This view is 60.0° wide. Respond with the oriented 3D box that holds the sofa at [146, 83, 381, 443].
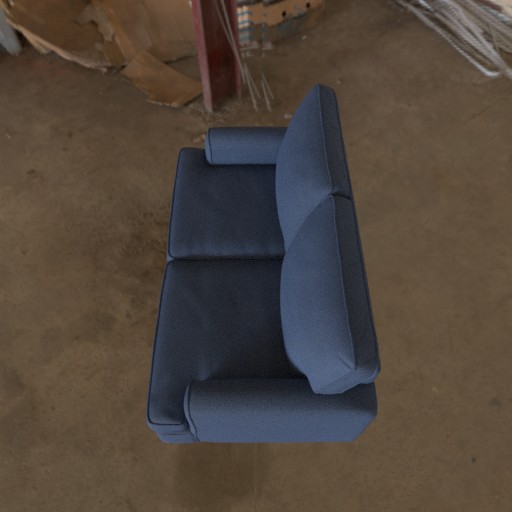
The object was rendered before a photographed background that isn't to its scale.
[{"bbox_3d":[0.000,0.000,2.231,0.965,0.965,1.651,0,57,0],"label":"sofa"}]
